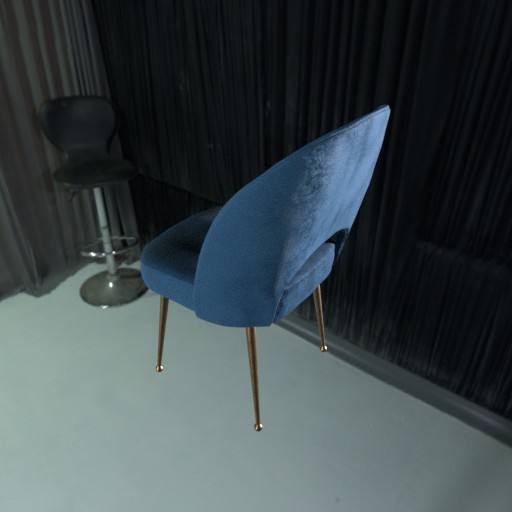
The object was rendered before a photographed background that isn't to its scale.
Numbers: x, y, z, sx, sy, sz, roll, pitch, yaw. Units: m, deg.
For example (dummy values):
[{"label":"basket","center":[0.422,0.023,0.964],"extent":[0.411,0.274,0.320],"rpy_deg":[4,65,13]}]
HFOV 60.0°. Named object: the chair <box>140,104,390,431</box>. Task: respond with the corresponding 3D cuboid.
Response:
[{"label":"chair","center":[0.000,0.000,1.240],"extent":[0.577,0.860,0.527],"rpy_deg":[20,36,30]}]
